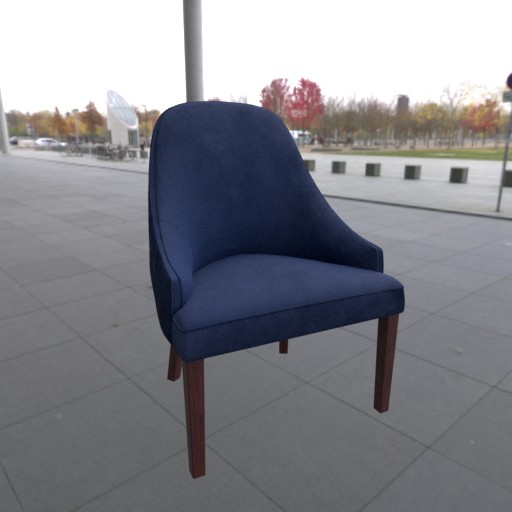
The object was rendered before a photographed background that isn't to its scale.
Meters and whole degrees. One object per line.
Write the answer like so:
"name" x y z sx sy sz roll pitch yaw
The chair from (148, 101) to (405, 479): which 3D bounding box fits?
"chair" 0.000 0.000 1.292 0.643 0.889 0.575 -7 17 -26
